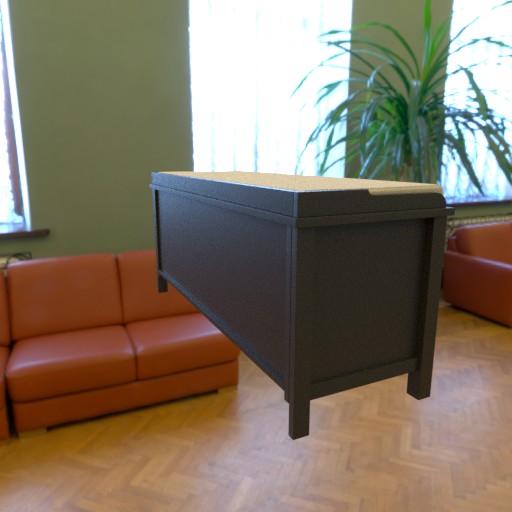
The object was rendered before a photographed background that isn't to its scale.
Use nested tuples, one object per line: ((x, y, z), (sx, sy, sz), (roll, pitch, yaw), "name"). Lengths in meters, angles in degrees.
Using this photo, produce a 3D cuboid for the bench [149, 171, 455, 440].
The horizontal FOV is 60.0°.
((0.000, 0.000, 1.413), (0.398, 0.501, 1.140), (-6, 14, -25), "bench")
